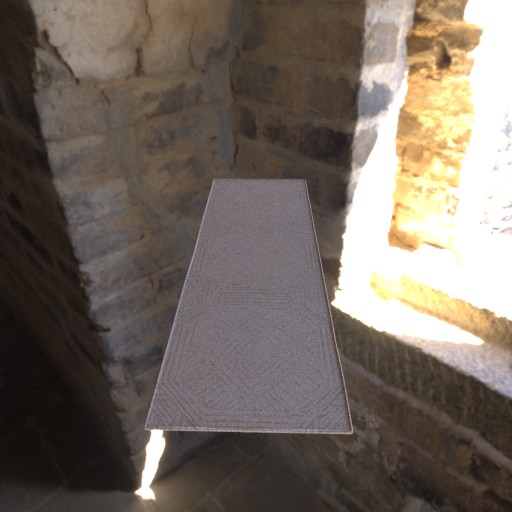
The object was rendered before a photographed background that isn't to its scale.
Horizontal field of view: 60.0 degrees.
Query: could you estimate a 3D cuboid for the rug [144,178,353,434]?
[{"bbox_3d":[0.000,0.000,2.664,0.775,0.012,2.452,1,32,1],"label":"rug"}]
